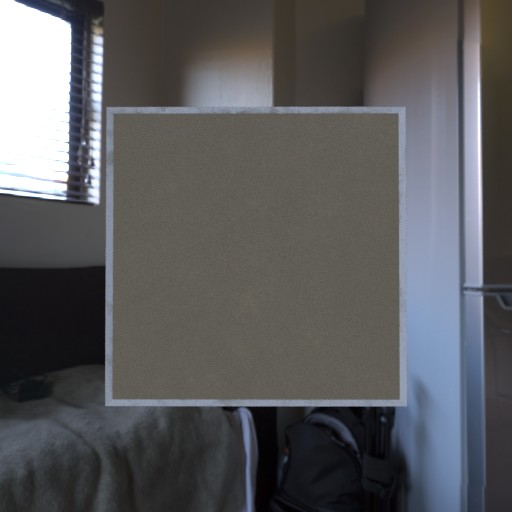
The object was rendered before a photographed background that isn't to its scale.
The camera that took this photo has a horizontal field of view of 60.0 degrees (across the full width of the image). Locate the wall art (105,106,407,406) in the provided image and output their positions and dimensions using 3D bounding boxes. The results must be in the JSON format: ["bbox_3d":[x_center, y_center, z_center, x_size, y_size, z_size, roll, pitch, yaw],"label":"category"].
[{"bbox_3d":[0.000,0.000,1.140,0.760,0.757,0.038,0,-1,0],"label":"wall art"}]
